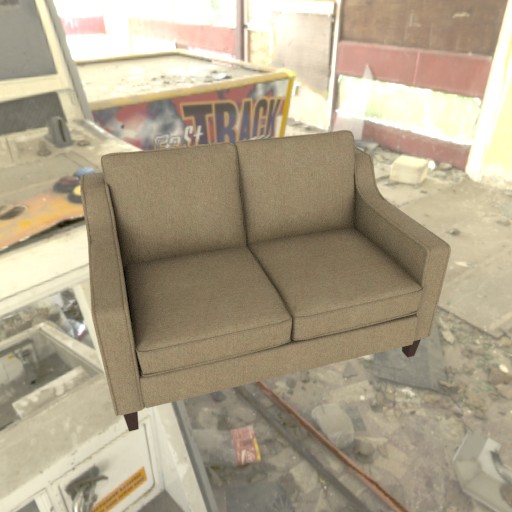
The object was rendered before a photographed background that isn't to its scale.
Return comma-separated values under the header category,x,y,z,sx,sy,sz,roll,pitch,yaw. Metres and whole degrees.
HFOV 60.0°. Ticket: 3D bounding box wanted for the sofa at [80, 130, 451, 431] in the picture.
category,x,y,z,sx,sy,sz,roll,pitch,yaw
sofa,0.000,0.000,2.169,1.503,0.981,0.985,-10,32,-16
